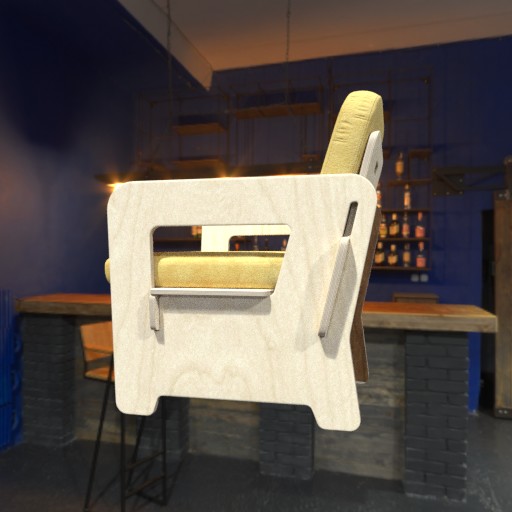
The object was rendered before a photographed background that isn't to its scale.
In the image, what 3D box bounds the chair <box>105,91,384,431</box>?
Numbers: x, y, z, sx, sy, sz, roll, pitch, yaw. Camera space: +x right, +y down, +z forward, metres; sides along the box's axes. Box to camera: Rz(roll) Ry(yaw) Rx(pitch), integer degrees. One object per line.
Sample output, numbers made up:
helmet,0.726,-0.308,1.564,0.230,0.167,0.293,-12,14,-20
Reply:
chair,0.000,0.000,1.287,0.710,0.800,0.590,0,0,17
